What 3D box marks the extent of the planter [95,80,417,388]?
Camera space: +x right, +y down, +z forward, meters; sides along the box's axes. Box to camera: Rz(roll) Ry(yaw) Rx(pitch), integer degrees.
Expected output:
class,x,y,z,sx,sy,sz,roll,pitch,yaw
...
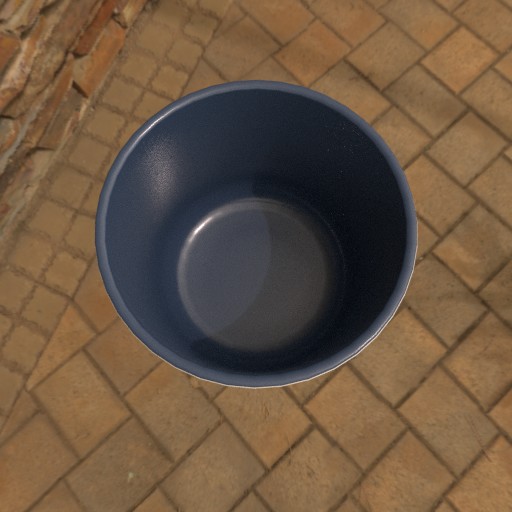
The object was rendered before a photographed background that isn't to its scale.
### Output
class,x,y,z,sx,sy,sz,roll,pitch,yaw
planter,0.000,0.000,0.402,0.224,0.203,0.224,0,76,0
